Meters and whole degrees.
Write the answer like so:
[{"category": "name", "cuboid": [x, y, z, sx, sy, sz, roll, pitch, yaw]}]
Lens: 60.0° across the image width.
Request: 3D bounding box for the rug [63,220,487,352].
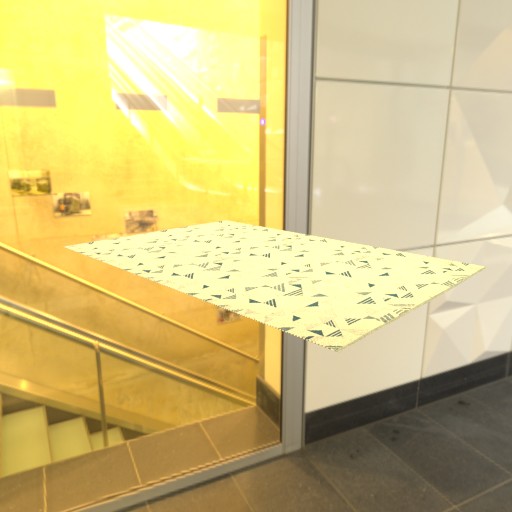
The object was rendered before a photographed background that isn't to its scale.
[{"category": "rug", "cuboid": [0.000, 0.000, 2.260, 1.835, 0.003, 1.206, 14, 20, 43]}]
